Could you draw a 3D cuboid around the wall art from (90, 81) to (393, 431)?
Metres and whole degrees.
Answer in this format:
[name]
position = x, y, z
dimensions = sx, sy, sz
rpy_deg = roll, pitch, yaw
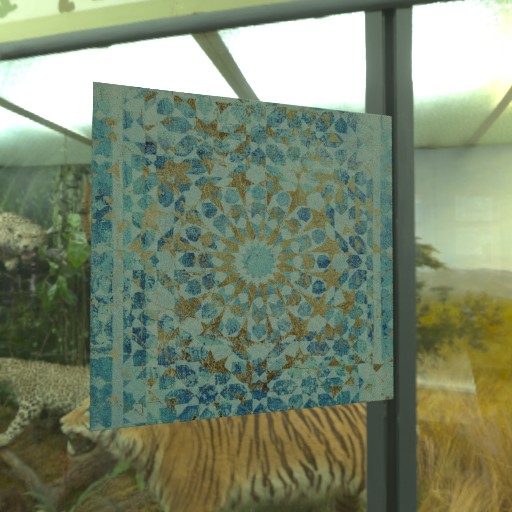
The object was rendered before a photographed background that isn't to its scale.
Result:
[wall art]
position = 0.000, 0.000, 1.313
dimensions = 0.916, 0.916, 0.040
rpy_deg = 0, -1, -18
